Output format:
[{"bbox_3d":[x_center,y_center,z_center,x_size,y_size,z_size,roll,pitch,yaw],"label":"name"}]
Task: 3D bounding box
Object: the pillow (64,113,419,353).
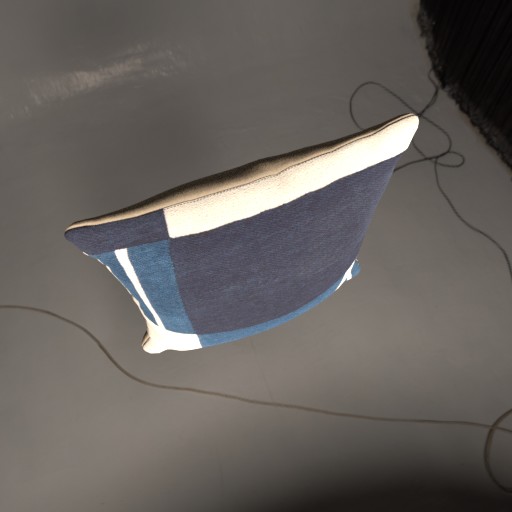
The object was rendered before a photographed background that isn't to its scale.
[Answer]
[{"bbox_3d":[0.000,0.000,0.807,0.536,0.506,0.229,-19,64,-10],"label":"pillow"}]
